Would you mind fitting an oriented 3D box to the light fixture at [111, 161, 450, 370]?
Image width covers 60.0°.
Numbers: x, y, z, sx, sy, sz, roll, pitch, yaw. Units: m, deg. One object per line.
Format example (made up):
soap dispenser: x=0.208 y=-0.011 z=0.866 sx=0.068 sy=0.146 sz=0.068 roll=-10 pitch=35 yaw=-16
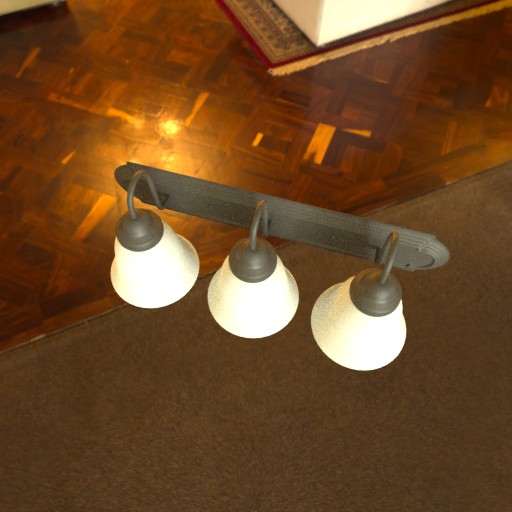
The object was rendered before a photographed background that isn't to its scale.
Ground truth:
light fixture: x=0.000 y=0.000 z=0.715 sx=0.610 sy=0.222 sz=0.199 roll=15 pitch=61 yaw=8
